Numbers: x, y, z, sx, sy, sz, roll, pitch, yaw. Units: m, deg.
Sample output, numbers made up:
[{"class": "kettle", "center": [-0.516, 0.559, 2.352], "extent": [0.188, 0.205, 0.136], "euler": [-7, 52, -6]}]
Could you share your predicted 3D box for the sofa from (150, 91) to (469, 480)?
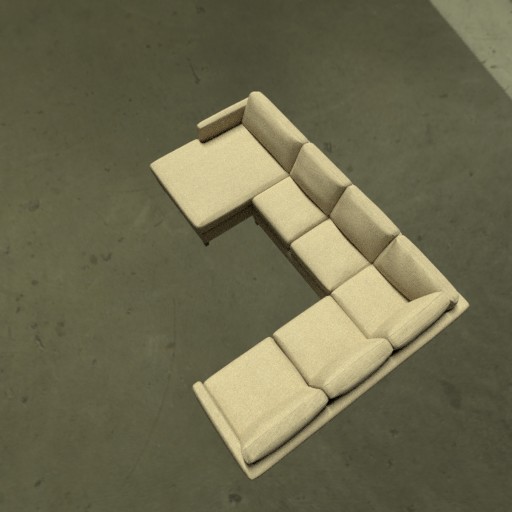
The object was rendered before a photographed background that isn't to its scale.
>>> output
[{"class": "sofa", "center": [0.000, 0.000, 4.697], "extent": [2.593, 0.959, 3.460], "euler": [-33, 68, -15]}]
